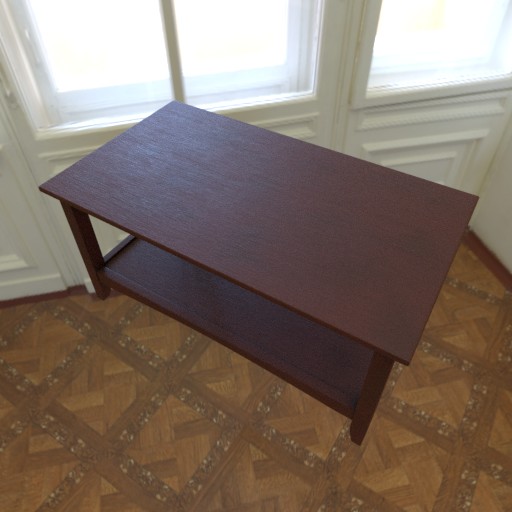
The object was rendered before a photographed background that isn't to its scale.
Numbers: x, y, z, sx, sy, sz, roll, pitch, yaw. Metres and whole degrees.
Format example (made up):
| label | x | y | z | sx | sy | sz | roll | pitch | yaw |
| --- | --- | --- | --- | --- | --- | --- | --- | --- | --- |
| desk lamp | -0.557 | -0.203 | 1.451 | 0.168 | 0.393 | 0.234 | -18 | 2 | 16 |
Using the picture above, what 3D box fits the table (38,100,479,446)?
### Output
| label | x | y | z | sx | sy | sz | roll | pitch | yaw |
| --- | --- | --- | --- | --- | --- | --- | --- | --- | --- |
| table | 0.000 | 0.000 | 1.247 | 0.943 | 0.456 | 0.533 | 24 | 51 | 21 |
